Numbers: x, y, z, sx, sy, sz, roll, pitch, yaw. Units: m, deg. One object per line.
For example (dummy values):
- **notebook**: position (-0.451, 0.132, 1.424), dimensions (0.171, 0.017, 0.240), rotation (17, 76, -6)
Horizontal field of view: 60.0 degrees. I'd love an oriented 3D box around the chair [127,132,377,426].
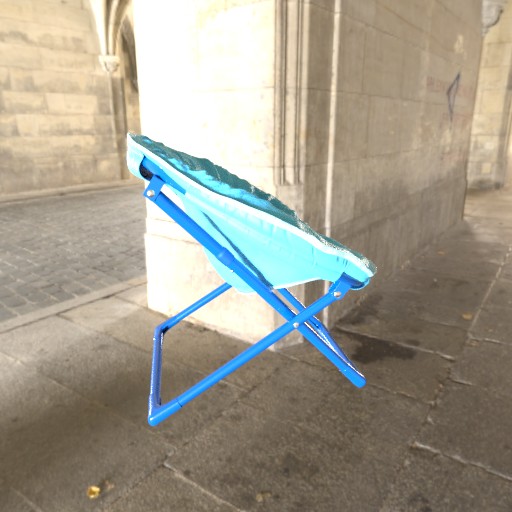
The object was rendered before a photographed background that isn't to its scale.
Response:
- **chair**: position (0.000, 0.000, 0.886), dimensions (0.465, 0.478, 0.520), rotation (-3, 17, -10)
